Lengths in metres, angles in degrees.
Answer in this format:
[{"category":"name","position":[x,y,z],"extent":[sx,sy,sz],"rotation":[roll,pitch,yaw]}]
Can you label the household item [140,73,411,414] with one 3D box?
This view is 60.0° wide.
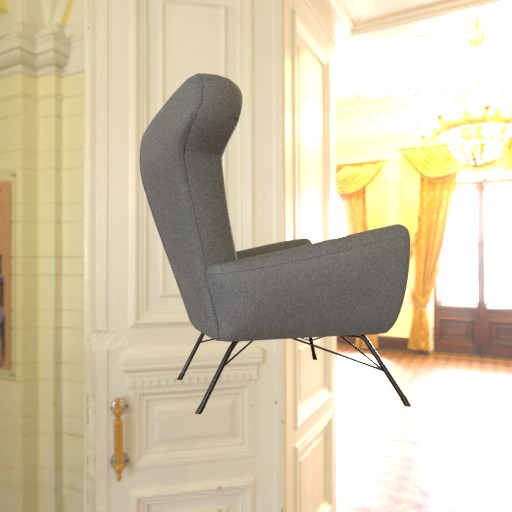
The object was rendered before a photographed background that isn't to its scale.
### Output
[{"category":"household item","position":[0.000,0.000,1.766],"extent":[0.900,1.050,0.980],"rotation":[0,0,-18]}]
